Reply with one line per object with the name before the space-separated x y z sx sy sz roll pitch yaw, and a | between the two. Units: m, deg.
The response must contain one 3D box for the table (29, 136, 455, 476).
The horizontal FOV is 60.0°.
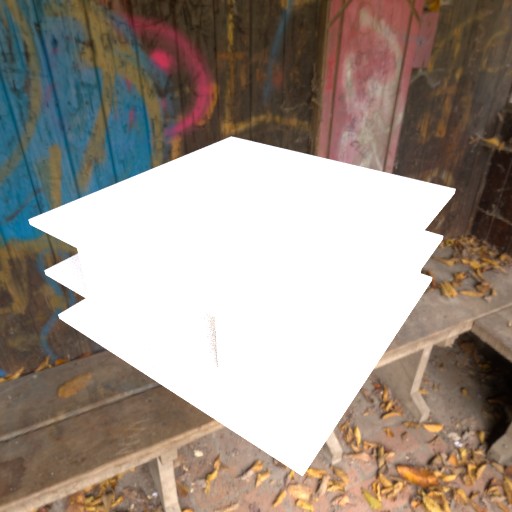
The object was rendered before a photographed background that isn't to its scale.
table | 0.000 0.000 1.096 0.700 0.289 0.700 21 38 29
